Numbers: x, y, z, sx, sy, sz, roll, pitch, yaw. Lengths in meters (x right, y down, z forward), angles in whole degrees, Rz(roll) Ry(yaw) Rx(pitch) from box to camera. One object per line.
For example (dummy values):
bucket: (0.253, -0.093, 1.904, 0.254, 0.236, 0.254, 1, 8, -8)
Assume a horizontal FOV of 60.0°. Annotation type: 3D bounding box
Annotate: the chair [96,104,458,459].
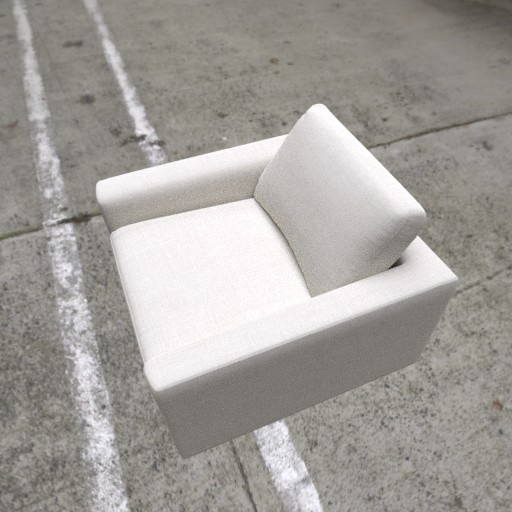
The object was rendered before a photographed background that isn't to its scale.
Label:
chair: (0.000, 0.000, 1.847, 1.100, 0.876, 1.070, -17, 49, -15)
